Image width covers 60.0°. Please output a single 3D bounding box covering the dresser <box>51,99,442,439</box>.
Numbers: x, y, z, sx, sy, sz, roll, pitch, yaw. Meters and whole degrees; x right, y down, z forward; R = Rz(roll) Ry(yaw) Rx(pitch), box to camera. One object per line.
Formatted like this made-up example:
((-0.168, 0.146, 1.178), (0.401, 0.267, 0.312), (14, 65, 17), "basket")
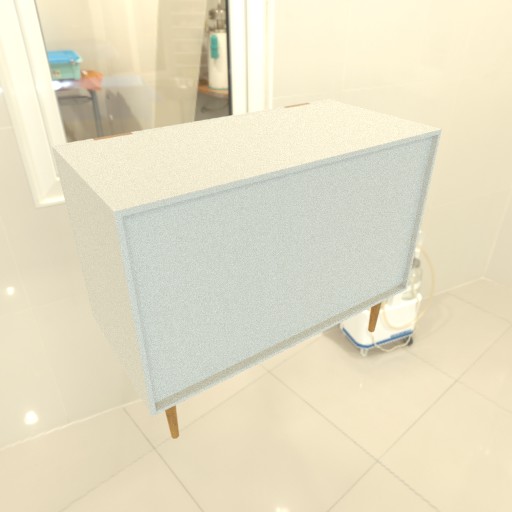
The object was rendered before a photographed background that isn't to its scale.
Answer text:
((0.000, 0.000, 1.329), (0.905, 0.721, 0.457), (-20, 37, -29), "dresser")
